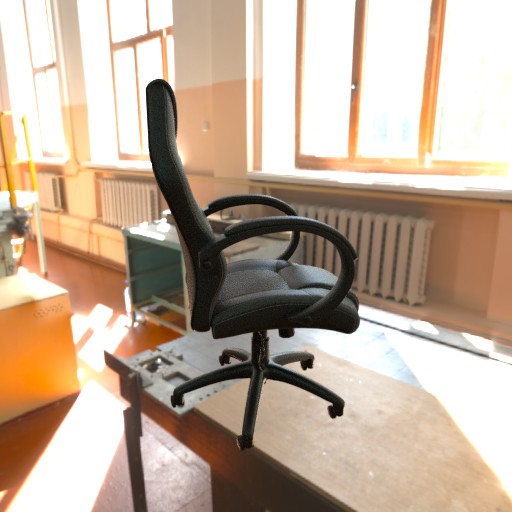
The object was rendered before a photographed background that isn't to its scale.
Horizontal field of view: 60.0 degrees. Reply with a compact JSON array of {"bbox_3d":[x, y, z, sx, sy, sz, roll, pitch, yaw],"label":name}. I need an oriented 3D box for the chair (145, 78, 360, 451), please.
[{"bbox_3d":[0.000,0.000,1.635,0.724,1.187,0.673,-3,15,-10],"label":"chair"}]
